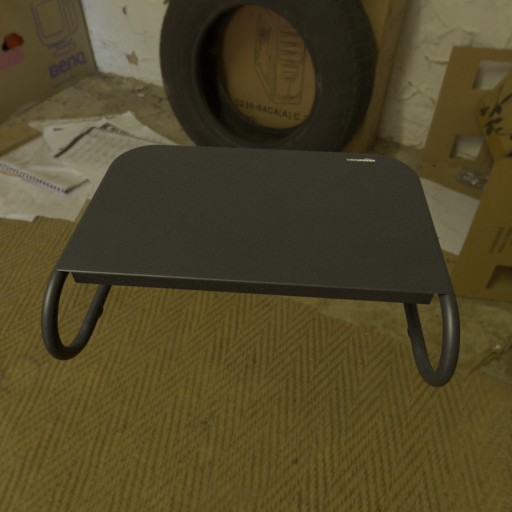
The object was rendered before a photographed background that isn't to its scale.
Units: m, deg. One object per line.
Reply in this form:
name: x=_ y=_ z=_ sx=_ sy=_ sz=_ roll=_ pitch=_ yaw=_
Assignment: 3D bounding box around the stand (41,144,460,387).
stand: x=0.000 y=0.000 z=0.496 sx=0.370 sy=0.108 sz=0.280 roll=3 pitch=46 yaw=3
